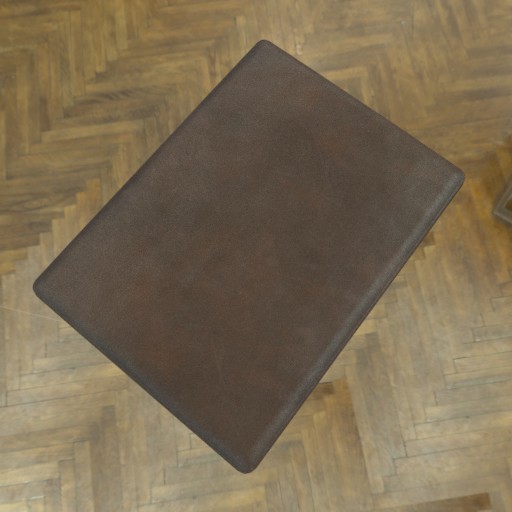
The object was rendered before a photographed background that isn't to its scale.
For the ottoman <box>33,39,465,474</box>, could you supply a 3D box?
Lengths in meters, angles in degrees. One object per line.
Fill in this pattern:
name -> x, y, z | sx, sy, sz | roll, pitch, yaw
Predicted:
ottoman -> 0.000, 0.000, 1.158 | 0.588, 0.509, 0.795 | 38, 79, 9
